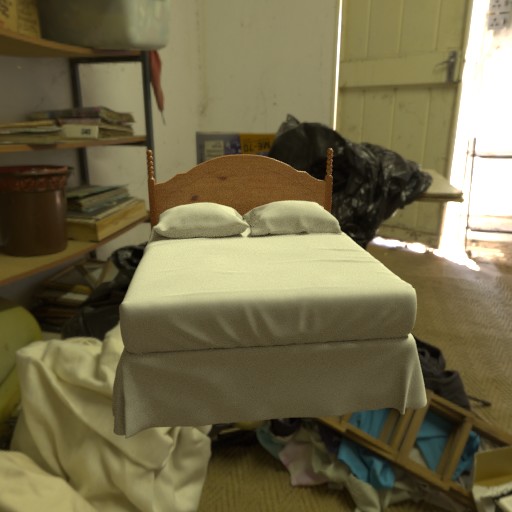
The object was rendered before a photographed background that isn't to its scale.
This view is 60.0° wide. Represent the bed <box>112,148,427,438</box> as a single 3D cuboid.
[{"bbox_3d":[0.000,0.000,3.166,1.873,1.356,2.040,-2,18,-7],"label":"bed"}]
